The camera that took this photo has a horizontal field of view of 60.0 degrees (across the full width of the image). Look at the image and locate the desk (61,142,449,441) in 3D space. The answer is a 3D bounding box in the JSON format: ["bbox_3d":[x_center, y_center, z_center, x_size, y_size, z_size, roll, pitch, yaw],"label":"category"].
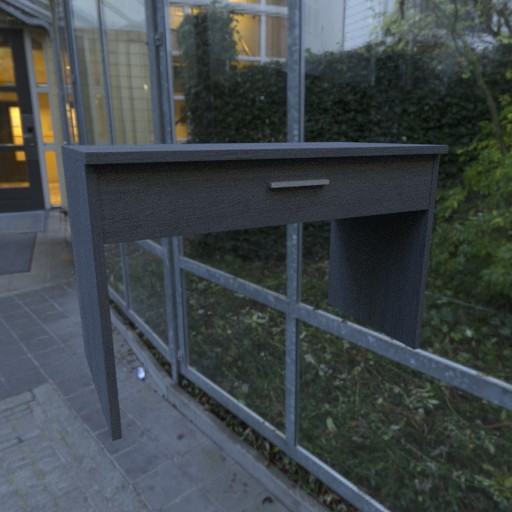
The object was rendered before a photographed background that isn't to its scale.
[{"bbox_3d":[0.000,0.000,1.506,1.099,0.729,0.557,-8,17,-27],"label":"desk"}]
